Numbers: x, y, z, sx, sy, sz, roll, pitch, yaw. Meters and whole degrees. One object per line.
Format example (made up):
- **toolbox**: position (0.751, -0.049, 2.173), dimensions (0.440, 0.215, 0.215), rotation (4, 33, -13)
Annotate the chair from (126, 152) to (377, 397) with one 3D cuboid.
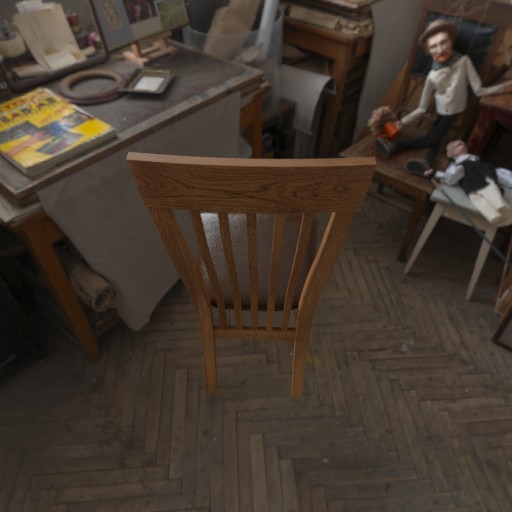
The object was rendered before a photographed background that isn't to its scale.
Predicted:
- **chair**: position (0.000, 0.000, 1.361), dimensions (0.450, 1.050, 0.580), rotation (1, 46, 1)
